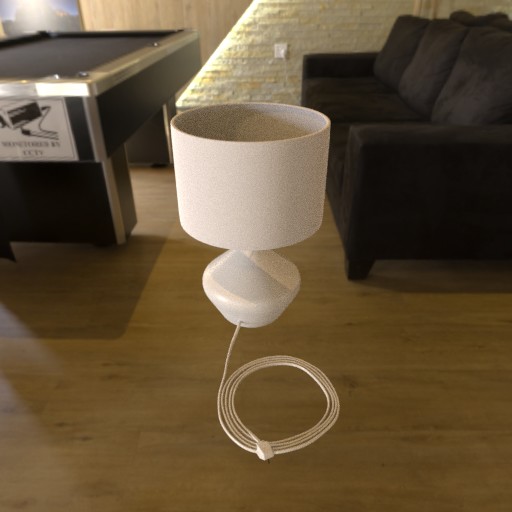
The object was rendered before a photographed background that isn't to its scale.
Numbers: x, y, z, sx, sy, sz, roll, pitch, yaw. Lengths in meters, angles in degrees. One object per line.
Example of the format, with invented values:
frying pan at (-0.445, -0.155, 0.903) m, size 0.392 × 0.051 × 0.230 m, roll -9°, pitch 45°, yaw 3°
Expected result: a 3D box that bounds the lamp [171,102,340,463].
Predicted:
lamp at (0.000, 0.000, 0.857) m, size 0.401 × 0.457 × 0.546 m, roll 9°, pitch 32°, yaw 15°
